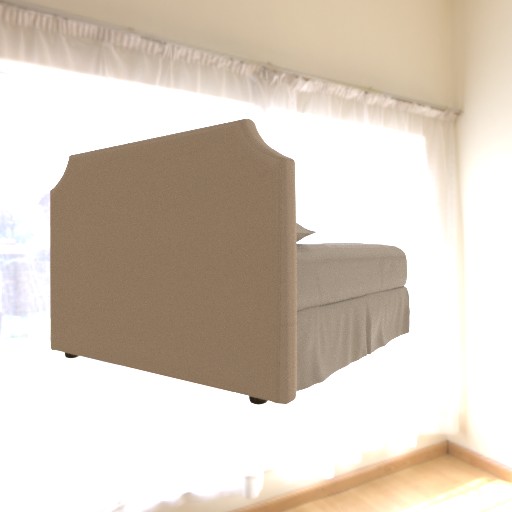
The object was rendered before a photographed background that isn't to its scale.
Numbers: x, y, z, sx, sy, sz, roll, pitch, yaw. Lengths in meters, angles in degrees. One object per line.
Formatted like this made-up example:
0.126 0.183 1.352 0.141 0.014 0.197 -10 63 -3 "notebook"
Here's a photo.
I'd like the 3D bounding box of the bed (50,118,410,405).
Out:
0.000 0.000 3.260 1.828 1.297 2.164 1 1 35 "bed"
